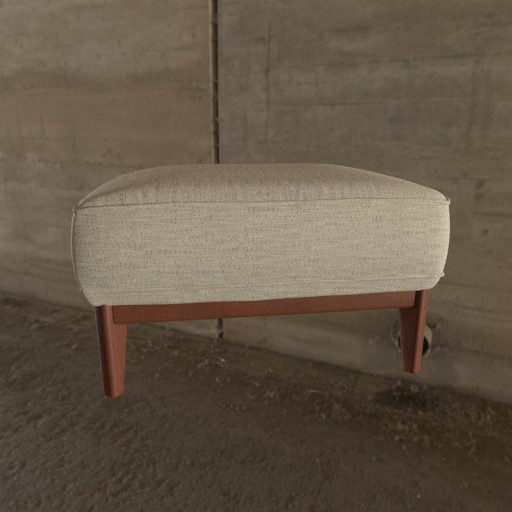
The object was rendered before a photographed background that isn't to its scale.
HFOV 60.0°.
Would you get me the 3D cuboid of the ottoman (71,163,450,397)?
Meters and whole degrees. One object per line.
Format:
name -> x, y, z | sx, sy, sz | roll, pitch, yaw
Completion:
ottoman -> 0.000, 0.000, 1.171 | 0.794, 0.465, 0.594 | -2, 16, -8
